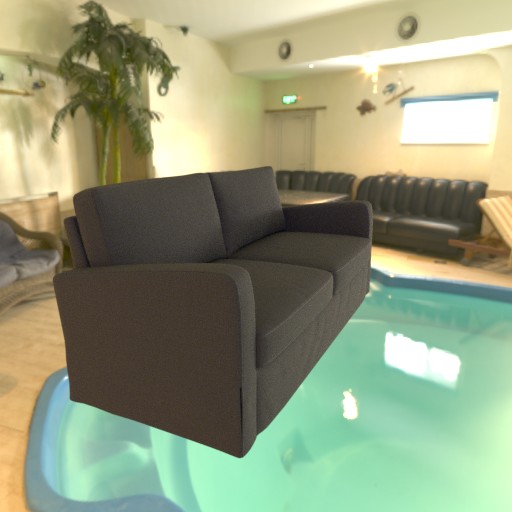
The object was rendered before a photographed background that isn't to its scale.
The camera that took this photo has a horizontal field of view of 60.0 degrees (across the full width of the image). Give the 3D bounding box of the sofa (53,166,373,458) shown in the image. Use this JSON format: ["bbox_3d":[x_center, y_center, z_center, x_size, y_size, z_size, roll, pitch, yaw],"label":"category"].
[{"bbox_3d":[0.000,0.000,2.299,0.898,0.839,1.852,7,16,26],"label":"sofa"}]
